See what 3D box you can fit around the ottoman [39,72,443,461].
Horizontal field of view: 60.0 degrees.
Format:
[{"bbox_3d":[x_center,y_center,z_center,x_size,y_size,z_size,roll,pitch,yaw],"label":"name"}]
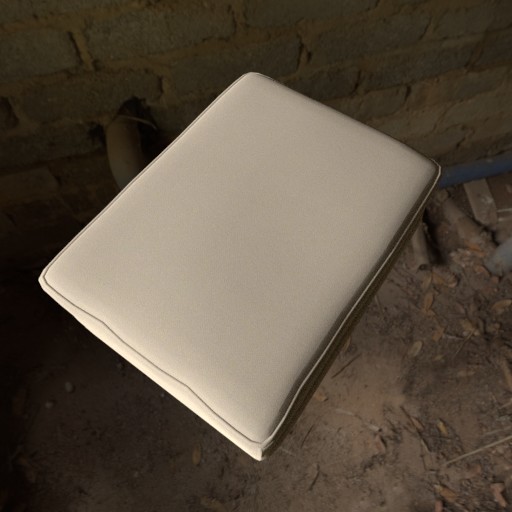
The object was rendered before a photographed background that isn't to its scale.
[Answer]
[{"bbox_3d":[0.000,0.000,1.191,0.634,0.485,0.818,32,67,15],"label":"ottoman"}]
